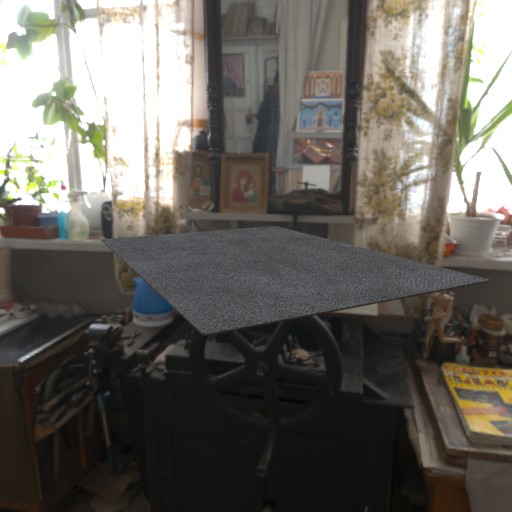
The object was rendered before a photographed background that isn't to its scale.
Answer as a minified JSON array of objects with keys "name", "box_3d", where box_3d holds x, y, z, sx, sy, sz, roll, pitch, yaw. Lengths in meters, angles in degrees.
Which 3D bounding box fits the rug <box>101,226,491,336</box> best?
[{"name":"rug","box_3d":[0.000,0.000,2.911,1.600,0.008,2.235,-6,14,-27]}]
